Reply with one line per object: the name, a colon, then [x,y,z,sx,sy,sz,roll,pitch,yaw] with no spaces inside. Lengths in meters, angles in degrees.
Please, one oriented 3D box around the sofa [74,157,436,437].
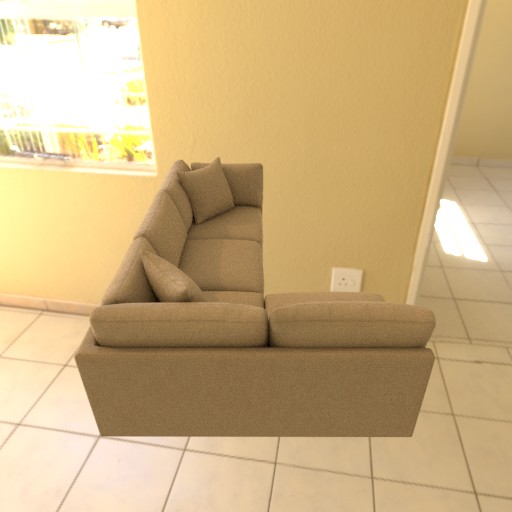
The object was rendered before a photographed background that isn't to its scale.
sofa: [0.000,0.000,3.758,1.994,0.978,2.896,0,30,0]
